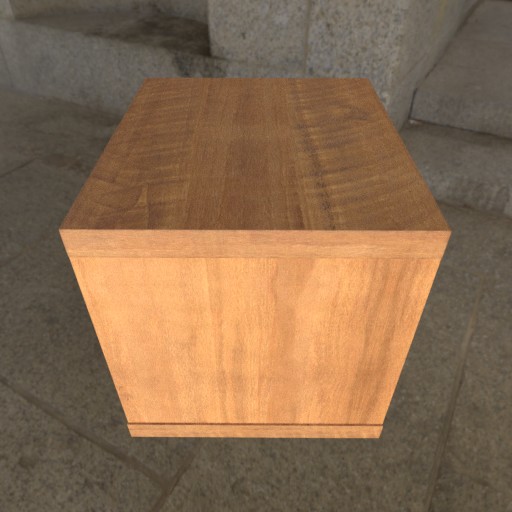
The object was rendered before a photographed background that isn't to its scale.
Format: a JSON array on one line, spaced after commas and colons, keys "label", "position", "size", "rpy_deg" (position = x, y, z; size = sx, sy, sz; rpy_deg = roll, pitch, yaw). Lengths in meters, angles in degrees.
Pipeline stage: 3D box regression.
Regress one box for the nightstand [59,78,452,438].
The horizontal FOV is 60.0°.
[{"label": "nightstand", "position": [0.000, 0.000, 0.831], "size": [0.436, 0.491, 0.493], "rpy_deg": [0, 40, 0]}]
